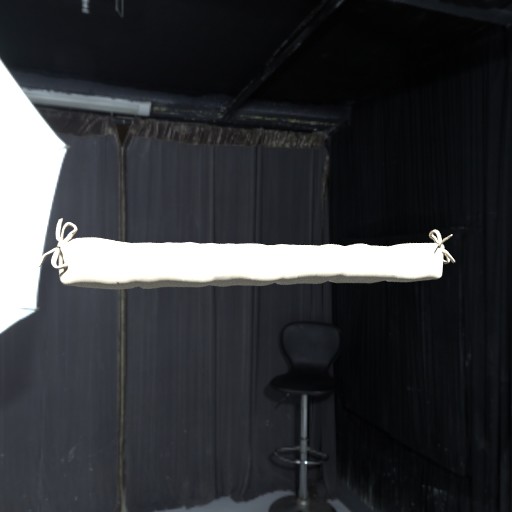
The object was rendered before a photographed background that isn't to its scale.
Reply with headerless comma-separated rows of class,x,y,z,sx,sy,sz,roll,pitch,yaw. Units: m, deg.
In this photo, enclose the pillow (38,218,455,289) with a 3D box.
pillow,0.000,0.000,1.384,1.194,0.174,0.511,0,0,-20
